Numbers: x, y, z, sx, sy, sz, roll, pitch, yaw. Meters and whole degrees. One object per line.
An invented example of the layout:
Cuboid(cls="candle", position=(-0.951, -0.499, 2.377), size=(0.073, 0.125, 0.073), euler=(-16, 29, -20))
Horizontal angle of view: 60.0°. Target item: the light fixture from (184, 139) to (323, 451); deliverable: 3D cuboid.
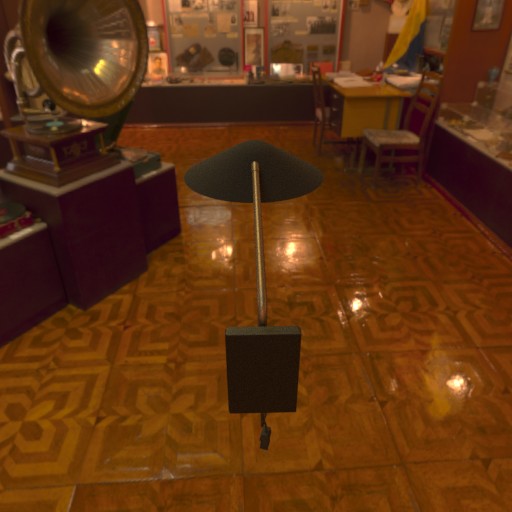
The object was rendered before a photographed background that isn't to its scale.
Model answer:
Cuboid(cls="light fixture", position=(0.000, 0.000, 0.691), size=(0.240, 0.312, 0.516), euler=(-1, 31, -1))
